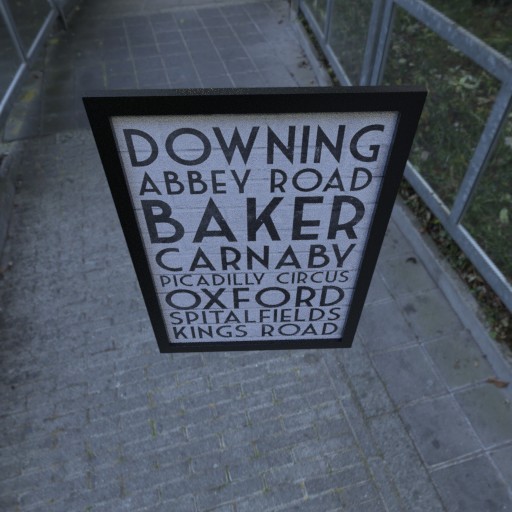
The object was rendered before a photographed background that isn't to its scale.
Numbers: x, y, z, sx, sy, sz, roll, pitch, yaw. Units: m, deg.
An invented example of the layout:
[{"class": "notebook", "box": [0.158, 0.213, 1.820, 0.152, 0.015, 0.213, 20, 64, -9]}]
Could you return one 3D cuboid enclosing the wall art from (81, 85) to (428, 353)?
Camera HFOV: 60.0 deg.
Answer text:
[{"class": "wall art", "box": [0.000, 0.000, 0.837, 0.462, 0.656, 0.019, -1, 47, -1]}]
